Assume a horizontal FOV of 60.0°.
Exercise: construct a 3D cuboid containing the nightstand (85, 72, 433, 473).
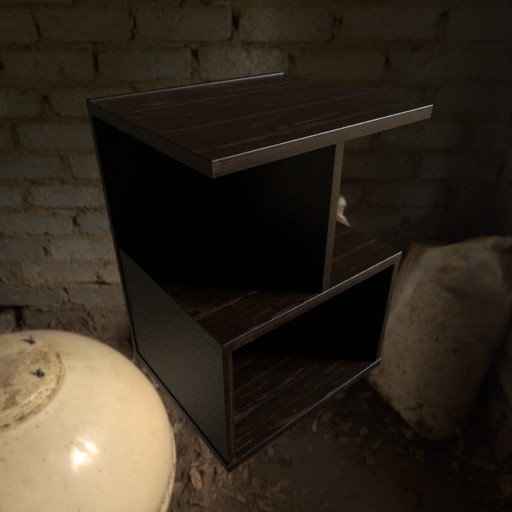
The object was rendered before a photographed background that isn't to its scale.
[{"bbox_3d":[0.000,0.000,0.827,0.400,0.559,0.356,-23,38,-32],"label":"nightstand"}]
